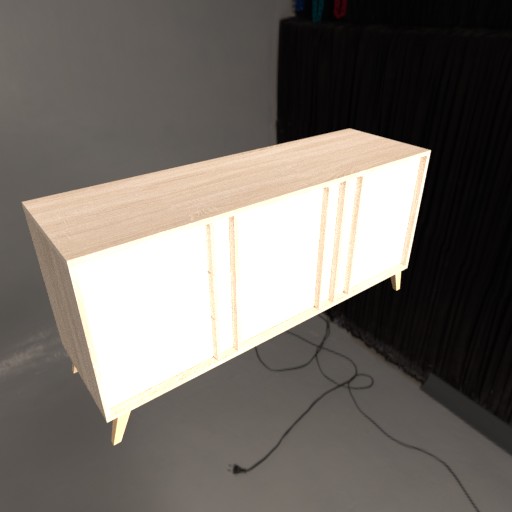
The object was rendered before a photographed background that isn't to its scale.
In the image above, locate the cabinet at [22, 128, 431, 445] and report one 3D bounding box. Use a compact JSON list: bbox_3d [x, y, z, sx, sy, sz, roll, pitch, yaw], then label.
[{"bbox_3d":[0.000,0.000,1.982,1.649,0.780,0.500,-21,36,-32],"label":"cabinet"}]
